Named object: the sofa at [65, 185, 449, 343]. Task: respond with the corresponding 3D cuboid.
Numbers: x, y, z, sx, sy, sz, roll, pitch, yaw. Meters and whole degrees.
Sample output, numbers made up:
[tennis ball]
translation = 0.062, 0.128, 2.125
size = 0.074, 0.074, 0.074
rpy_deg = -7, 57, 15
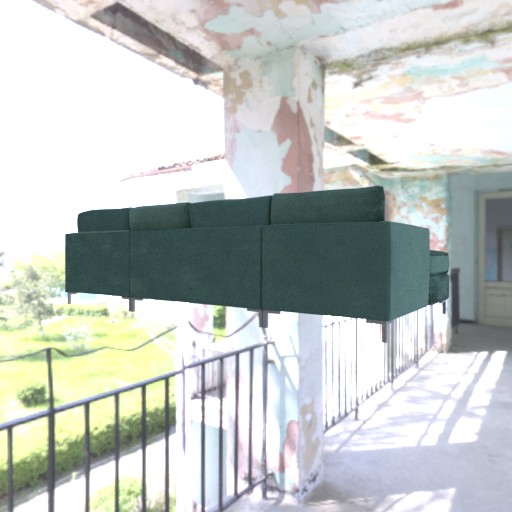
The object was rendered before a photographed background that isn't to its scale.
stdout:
[sofa]
translation = 0.000, 0.000, 4.424
size = 3.434, 0.992, 2.055
rpy_deg = 0, 1, 35
